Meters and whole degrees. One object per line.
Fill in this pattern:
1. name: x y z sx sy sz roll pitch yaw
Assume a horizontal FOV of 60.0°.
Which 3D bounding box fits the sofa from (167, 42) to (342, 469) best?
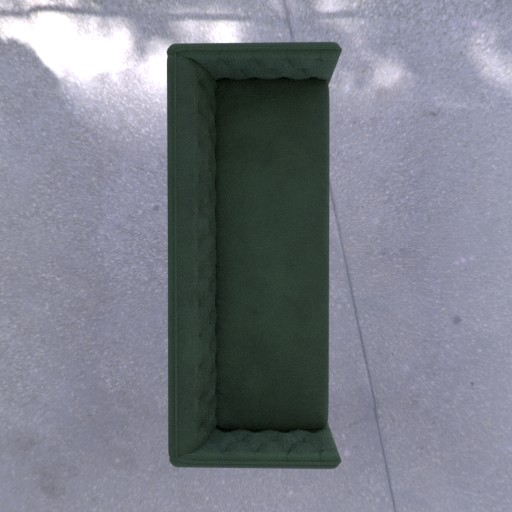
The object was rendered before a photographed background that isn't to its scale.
1. sofa: 0.000 0.000 2.613 0.895 0.771 2.209 0 91 1
